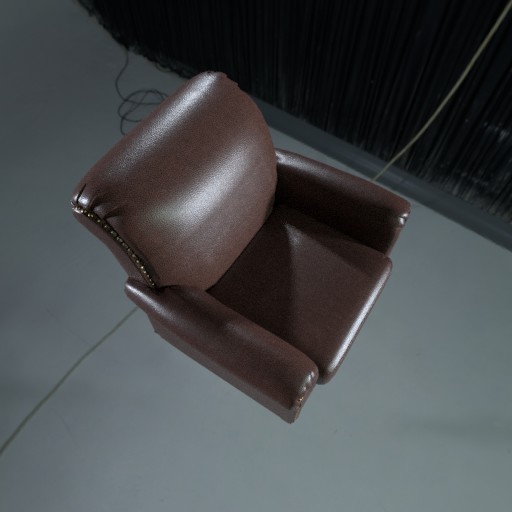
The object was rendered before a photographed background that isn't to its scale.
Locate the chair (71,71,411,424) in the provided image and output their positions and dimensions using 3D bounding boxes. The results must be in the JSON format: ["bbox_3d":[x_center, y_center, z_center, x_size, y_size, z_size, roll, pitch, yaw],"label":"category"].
[{"bbox_3d":[0.000,0.000,1.614,0.890,0.927,0.854,29,63,16],"label":"chair"}]
